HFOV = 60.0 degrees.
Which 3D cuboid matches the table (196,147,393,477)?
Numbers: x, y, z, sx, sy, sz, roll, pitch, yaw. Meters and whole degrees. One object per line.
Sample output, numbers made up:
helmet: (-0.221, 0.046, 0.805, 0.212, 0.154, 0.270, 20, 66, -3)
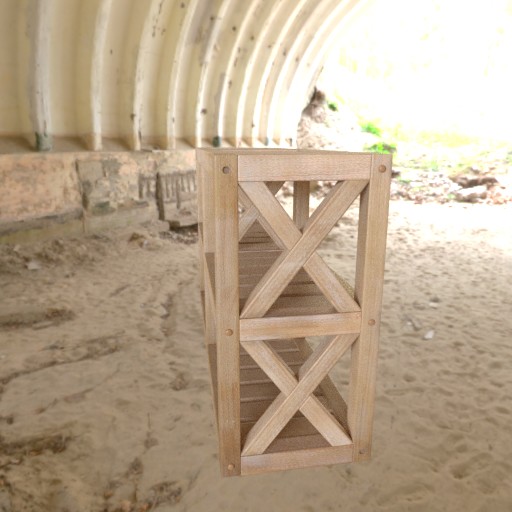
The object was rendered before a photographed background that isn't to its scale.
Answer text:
table: (0.000, 0.000, 1.629, 0.381, 0.762, 1.320, -2, 14, -9)
